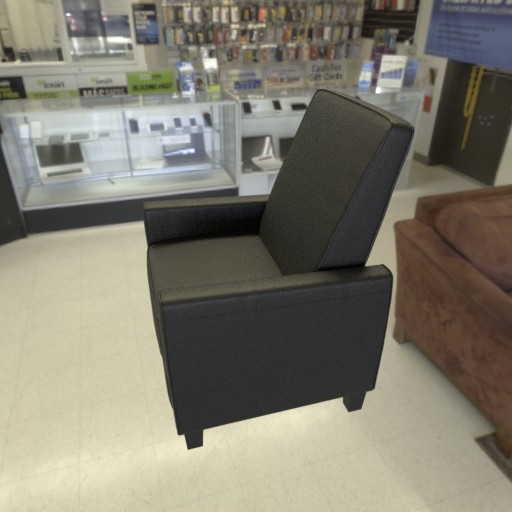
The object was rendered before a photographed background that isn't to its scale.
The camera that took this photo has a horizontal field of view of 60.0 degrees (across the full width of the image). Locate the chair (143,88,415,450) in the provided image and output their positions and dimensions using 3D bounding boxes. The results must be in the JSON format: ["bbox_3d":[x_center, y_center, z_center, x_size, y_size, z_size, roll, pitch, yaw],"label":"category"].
[{"bbox_3d":[0.000,0.000,1.540,0.746,1.013,0.705,-8,32,-14],"label":"chair"}]
